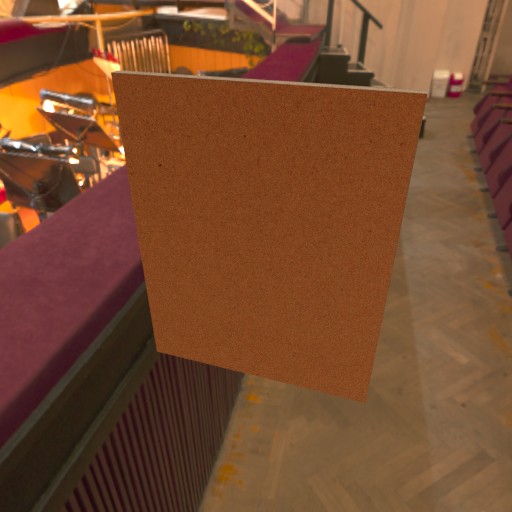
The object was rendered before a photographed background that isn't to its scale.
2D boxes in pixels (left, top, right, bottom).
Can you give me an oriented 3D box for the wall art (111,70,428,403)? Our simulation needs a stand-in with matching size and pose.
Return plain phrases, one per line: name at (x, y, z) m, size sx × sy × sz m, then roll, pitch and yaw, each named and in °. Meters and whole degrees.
wall art at (0.000, 0.000, 0.819) m, size 0.481 × 0.613 × 0.020 m, roll 10°, pitch 34°, yaw 15°
